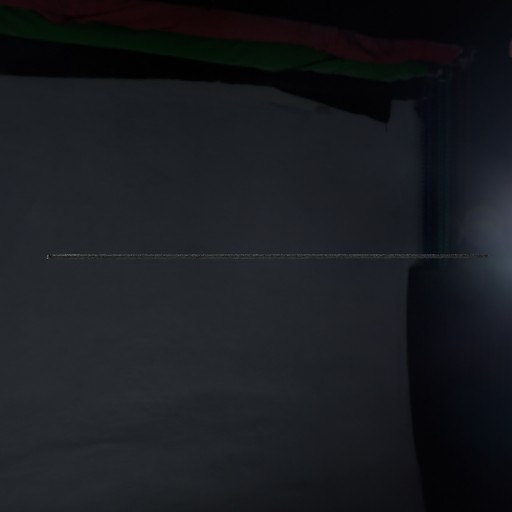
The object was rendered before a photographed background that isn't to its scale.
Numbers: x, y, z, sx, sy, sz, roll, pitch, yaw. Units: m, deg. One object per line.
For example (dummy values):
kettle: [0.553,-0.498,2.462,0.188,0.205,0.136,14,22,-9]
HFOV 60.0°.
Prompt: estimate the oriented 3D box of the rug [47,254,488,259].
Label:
rug: [0.000,0.000,2.307,1.832,0.016,1.224,0,0,-18]
